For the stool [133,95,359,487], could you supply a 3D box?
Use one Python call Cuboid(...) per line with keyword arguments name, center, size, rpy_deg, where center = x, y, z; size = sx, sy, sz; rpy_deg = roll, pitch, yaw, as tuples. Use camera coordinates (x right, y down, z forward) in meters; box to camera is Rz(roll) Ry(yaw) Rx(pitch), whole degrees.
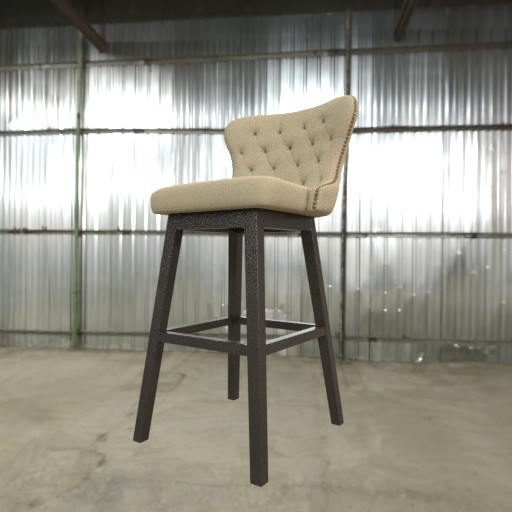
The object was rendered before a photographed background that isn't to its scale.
Cuboid(name="stool", center=(0.000, 0.000, 1.398), size=(0.528, 1.066, 0.605), rpy_deg=(0, 1, 35))
